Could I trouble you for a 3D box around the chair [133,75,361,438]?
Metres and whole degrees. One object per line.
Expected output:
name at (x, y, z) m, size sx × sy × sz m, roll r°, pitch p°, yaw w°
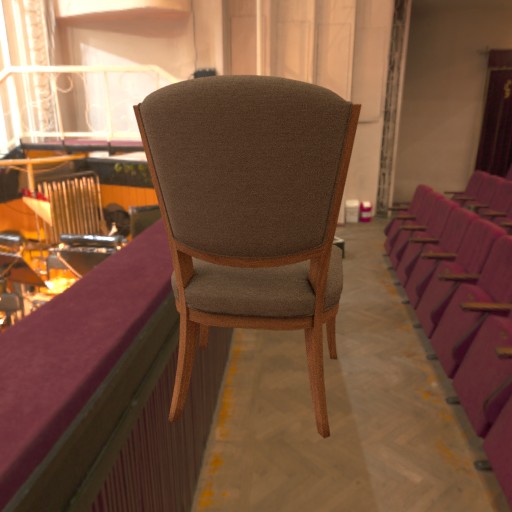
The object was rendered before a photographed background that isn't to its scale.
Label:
chair at (0.000, 0.000, 1.256) m, size 0.513 × 0.905 × 0.584 m, roll 3°, pitch 17°, yaw 8°
